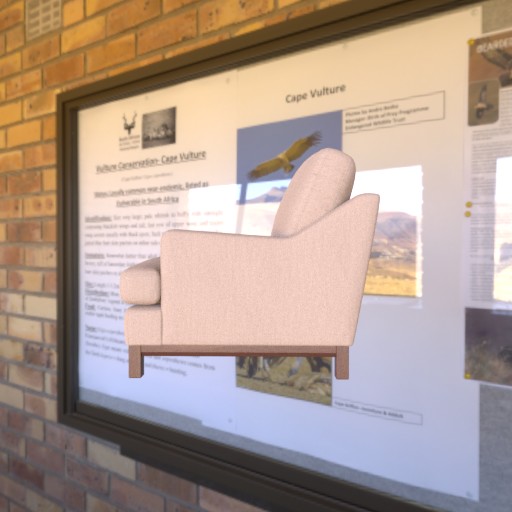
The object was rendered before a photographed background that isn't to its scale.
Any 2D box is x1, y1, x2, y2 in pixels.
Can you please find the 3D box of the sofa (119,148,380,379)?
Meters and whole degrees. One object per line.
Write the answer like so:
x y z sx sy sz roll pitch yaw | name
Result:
0.000 0.000 2.822 1.000 0.913 2.321 0 1 1 | sofa
